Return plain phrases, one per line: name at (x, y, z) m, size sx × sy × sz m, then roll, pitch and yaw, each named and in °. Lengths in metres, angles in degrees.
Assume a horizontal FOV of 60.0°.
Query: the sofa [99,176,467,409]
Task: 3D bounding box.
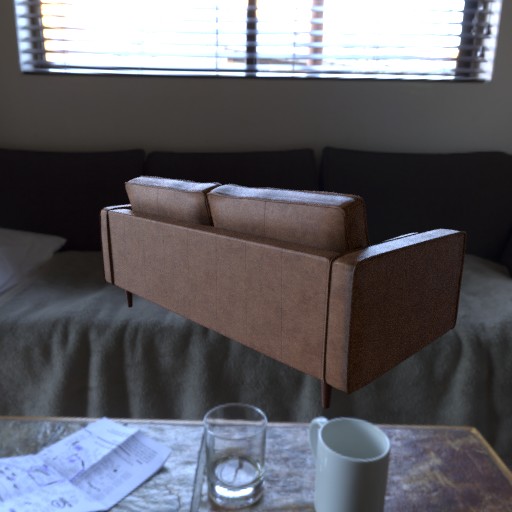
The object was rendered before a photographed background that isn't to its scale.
sofa at (0.000, 0.000, 2.450) m, size 0.924 × 0.825 × 1.920 m, roll -13°, pitch 19°, yaw -42°
